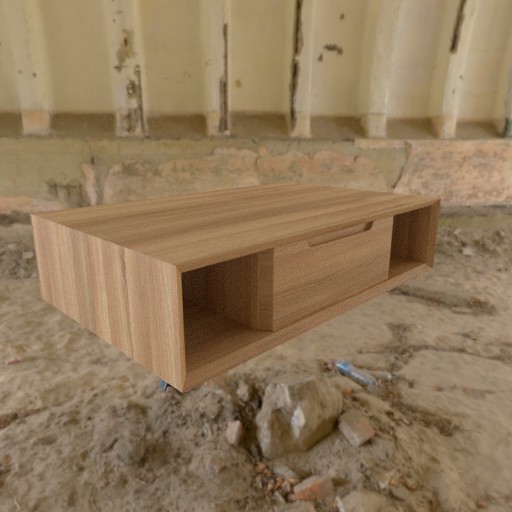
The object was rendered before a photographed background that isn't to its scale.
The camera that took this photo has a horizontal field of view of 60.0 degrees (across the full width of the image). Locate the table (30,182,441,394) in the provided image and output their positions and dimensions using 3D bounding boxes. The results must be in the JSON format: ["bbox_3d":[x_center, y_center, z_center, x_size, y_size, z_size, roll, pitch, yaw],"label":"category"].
[{"bbox_3d":[0.000,0.000,1.430,0.700,0.330,1.100,15,22,43],"label":"table"}]
